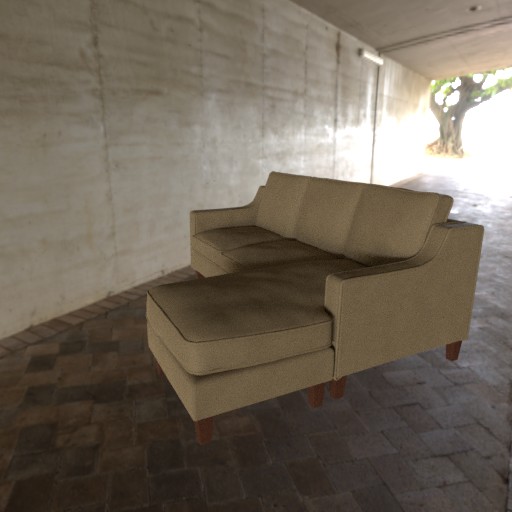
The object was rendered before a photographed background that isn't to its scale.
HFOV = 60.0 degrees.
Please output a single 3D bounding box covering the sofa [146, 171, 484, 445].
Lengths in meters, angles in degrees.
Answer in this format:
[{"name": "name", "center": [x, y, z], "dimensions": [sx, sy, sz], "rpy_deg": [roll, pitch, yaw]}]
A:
[{"name": "sofa", "center": [0.000, 0.000, 3.237], "dimensions": [1.858, 1.066, 2.317], "rpy_deg": [-8, 17, -26]}]
